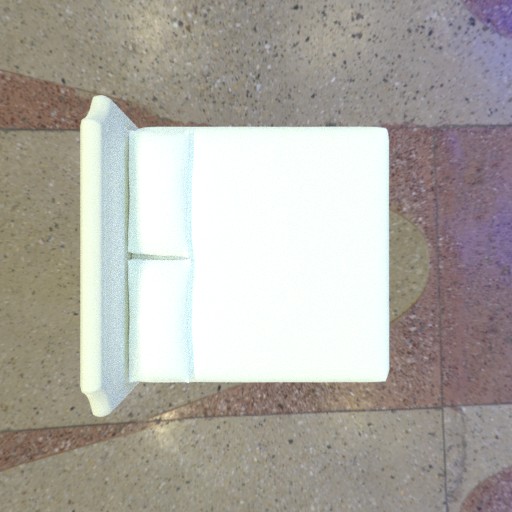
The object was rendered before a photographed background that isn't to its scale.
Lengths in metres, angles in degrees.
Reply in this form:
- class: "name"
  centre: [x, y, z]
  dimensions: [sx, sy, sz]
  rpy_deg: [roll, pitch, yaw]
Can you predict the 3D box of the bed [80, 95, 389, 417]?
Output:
- class: "bed"
  centre: [0.000, 0.000, 3.387]
  dimensions: [2.204, 1.301, 2.160]
  rpy_deg: [0, 90, 0]
